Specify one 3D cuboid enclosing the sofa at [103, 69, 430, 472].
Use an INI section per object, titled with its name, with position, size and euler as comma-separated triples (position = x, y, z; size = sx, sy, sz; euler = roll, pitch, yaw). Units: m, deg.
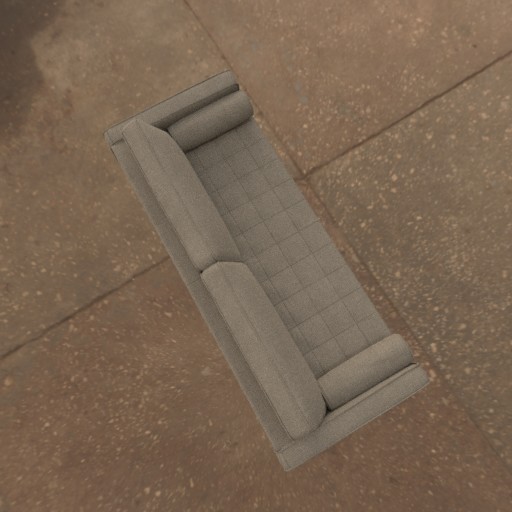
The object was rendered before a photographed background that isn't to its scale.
[sofa]
position = 0.000, 0.000, 2.674
size = 0.914, 0.762, 2.211
euler = -29, 78, -7
